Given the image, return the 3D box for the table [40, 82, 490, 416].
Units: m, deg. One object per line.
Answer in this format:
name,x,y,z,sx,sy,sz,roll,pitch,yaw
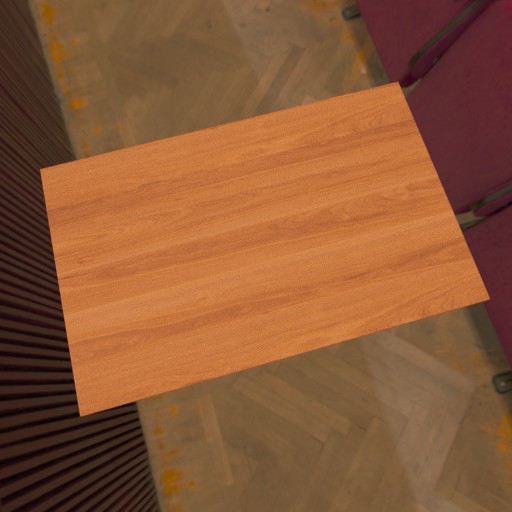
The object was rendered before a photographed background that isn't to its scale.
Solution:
table,0.000,0.000,1.475,1.100,0.510,0.700,-15,75,-4
